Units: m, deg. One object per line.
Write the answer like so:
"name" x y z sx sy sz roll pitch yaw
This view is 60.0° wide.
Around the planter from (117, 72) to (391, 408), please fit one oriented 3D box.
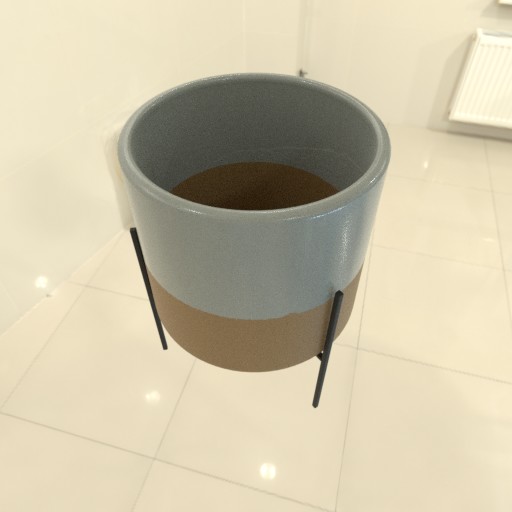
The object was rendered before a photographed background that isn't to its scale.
"planter" 0.000 0.000 0.741 0.348 0.480 0.360 17 49 15
